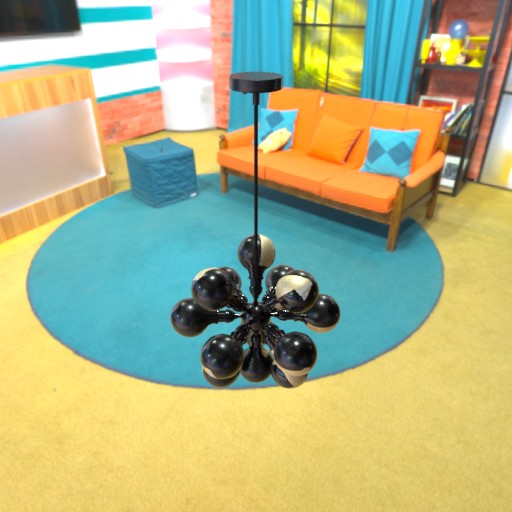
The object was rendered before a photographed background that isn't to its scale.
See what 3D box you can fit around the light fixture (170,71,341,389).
[{"bbox_3d":[0.000,0.000,1.127,0.468,0.859,0.420,-1,31,-2],"label":"light fixture"}]
